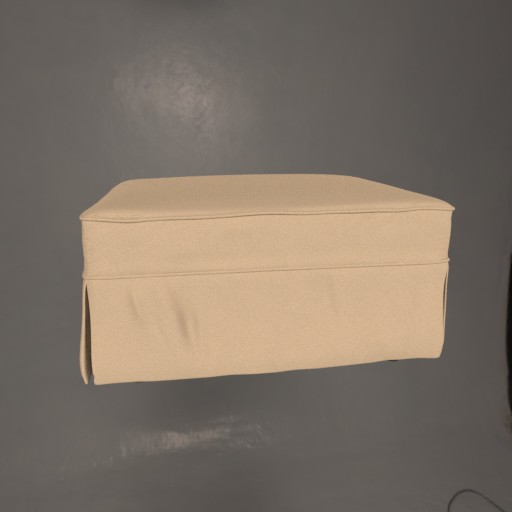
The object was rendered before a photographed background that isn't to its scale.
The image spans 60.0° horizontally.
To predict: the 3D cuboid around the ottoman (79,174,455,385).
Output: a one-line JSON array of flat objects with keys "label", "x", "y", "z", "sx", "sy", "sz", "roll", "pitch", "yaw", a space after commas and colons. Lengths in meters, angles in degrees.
[{"label": "ottoman", "x": 0.000, "y": 0.000, "z": 1.380, "sx": 0.959, "sy": 0.482, "sz": 0.721, "roll": -2, "pitch": 16, "yaw": -9}]
